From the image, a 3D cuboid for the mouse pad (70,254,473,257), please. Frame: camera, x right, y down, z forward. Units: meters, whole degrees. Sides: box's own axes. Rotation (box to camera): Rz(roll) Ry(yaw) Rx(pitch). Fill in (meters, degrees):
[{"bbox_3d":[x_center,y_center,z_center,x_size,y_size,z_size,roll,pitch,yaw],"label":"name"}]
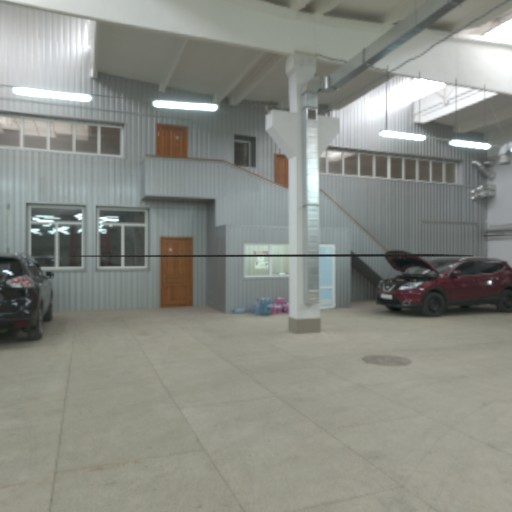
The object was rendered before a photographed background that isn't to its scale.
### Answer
[{"bbox_3d":[0.000,0.000,1.073,0.907,0.003,0.424,0,0,34],"label":"mouse pad"}]
